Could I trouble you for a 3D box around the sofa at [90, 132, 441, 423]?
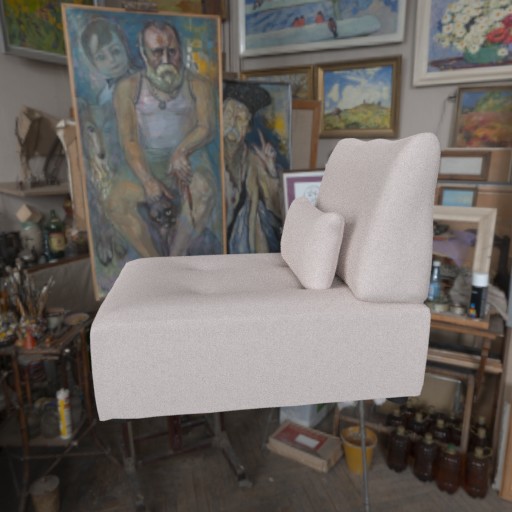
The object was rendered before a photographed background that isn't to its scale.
[{"bbox_3d":[0.000,0.000,1.559,1.000,0.820,0.700,-2,14,-8],"label":"sofa"}]
